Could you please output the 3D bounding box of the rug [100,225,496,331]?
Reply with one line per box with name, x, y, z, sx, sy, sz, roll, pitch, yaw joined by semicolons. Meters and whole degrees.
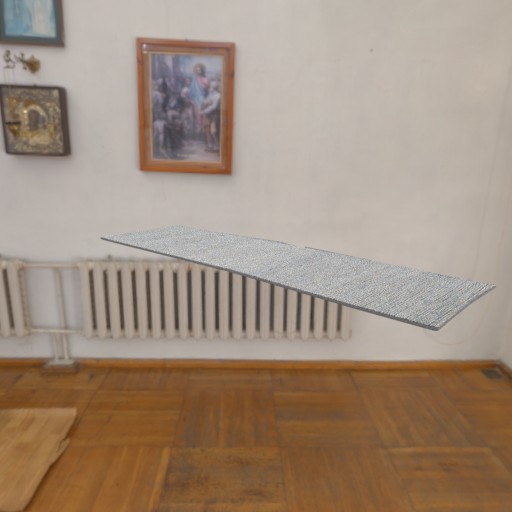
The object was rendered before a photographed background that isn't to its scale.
rug;0.000;0.000;2.517;2.341;0.037;0.675;12;18;42
